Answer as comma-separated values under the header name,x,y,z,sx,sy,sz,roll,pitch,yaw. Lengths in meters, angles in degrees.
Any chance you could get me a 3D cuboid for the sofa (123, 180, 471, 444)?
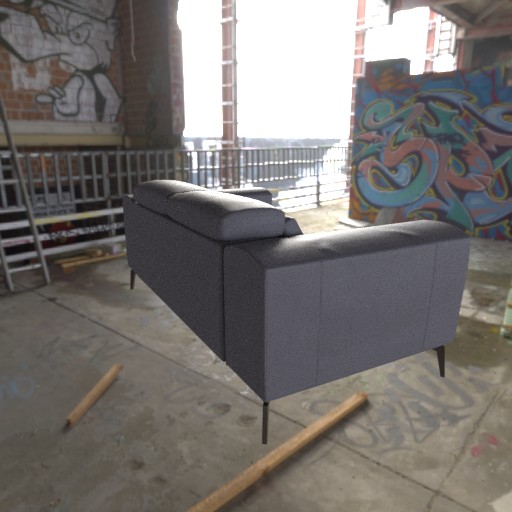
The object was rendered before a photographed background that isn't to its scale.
name,x,y,z,sx,sy,sz,roll,pitch,yaw
sofa,0.000,0.000,2.415,1.003,0.779,1.895,-8,17,-28
